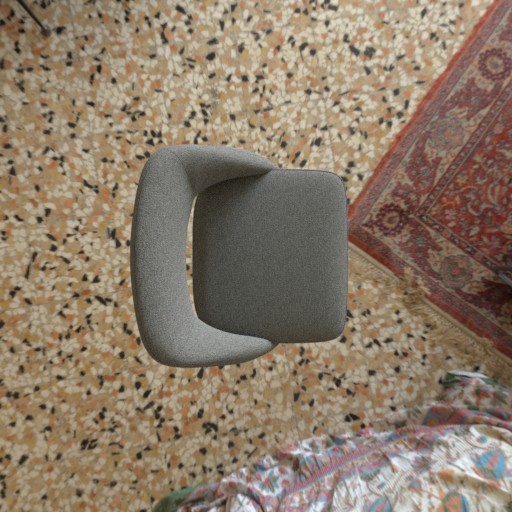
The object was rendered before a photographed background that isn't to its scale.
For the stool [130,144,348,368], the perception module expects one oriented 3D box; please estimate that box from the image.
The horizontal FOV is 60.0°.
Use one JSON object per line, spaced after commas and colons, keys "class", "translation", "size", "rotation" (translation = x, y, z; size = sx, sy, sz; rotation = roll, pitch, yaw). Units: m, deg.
{"class": "stool", "translation": [0.000, 0.000, 1.406], "size": [0.524, 1.089, 0.536], "rotation": [0, 90, -1]}
